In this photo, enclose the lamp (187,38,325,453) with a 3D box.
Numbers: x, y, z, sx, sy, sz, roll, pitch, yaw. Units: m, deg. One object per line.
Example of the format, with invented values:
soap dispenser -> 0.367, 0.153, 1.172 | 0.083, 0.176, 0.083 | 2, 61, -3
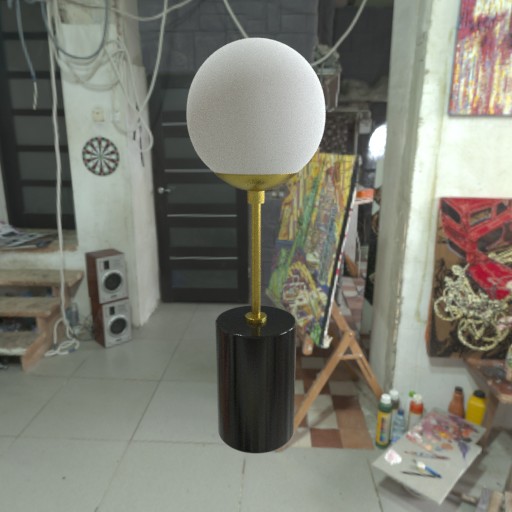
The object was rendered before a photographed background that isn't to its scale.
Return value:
lamp -> 0.000, 0.000, 0.536 | 0.153, 0.480, 0.153 | 0, 15, 0
